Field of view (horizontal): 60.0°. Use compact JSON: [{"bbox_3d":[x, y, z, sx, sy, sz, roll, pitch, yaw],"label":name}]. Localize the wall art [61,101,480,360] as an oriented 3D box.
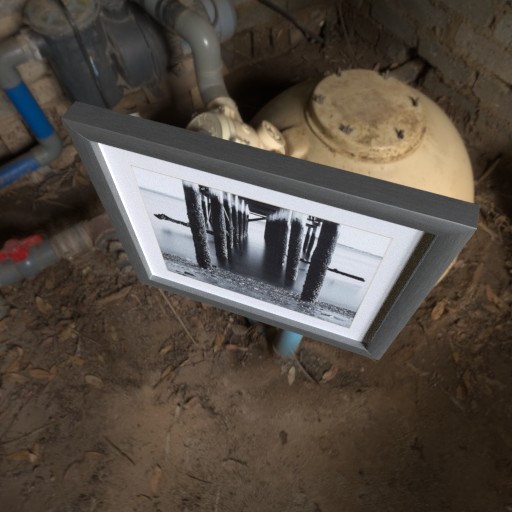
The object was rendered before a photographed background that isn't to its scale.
[{"bbox_3d":[0.000,0.000,0.531,0.380,0.330,0.028,17,60,10],"label":"wall art"}]
